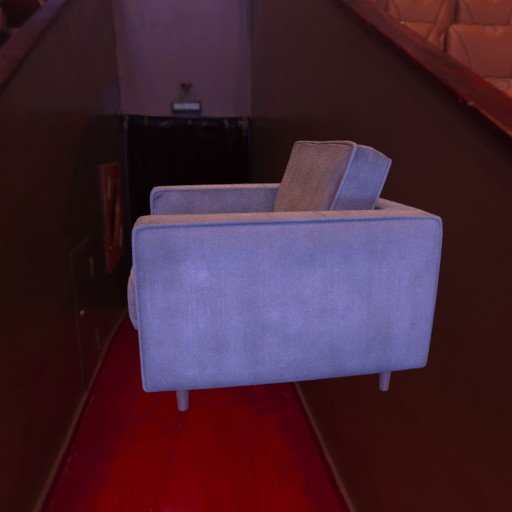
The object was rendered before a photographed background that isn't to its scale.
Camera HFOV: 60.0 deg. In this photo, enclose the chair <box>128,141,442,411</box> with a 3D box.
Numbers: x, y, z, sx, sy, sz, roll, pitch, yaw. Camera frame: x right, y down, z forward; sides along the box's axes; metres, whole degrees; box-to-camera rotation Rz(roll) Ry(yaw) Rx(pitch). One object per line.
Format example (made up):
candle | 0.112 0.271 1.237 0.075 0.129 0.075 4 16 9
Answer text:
chair | 0.000 0.000 1.537 0.843 0.773 0.928 -2 15 -9
